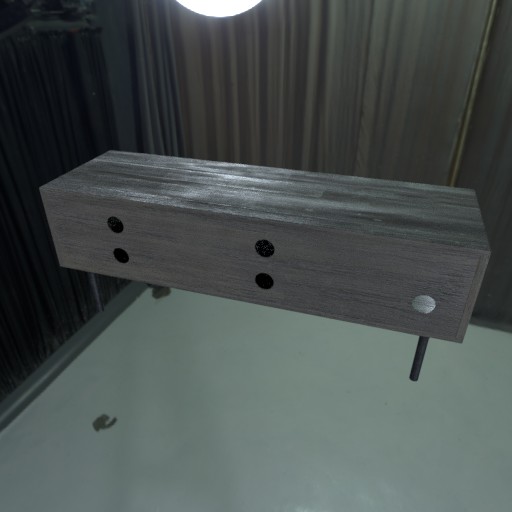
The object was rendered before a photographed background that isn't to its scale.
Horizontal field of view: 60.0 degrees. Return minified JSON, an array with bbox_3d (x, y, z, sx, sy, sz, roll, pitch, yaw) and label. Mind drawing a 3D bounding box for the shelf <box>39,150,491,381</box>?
[{"bbox_3d":[0.000,0.000,1.509,1.300,0.495,0.400,9,32,15],"label":"shelf"}]
